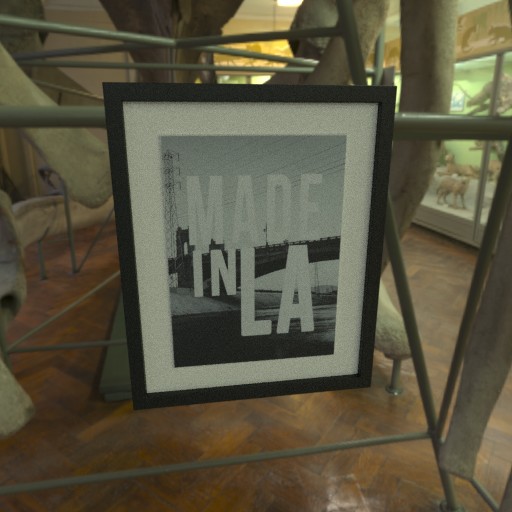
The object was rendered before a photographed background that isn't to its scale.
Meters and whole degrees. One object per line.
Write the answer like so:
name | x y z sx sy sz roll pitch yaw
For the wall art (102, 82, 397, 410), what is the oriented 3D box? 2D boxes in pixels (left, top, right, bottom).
wall art | 0.000 0.000 0.773 0.457 0.559 0.028 -3 17 -9
